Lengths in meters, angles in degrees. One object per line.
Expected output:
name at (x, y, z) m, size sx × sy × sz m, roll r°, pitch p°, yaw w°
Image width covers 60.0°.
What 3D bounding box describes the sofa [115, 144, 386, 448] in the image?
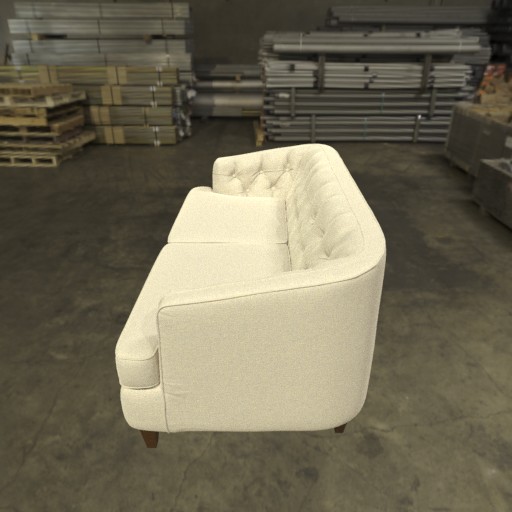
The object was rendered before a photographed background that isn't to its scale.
sofa at (0.000, 0.000, 2.195) m, size 0.941 × 0.855 × 1.733 m, roll 1°, pitch 27°, yaw 1°
